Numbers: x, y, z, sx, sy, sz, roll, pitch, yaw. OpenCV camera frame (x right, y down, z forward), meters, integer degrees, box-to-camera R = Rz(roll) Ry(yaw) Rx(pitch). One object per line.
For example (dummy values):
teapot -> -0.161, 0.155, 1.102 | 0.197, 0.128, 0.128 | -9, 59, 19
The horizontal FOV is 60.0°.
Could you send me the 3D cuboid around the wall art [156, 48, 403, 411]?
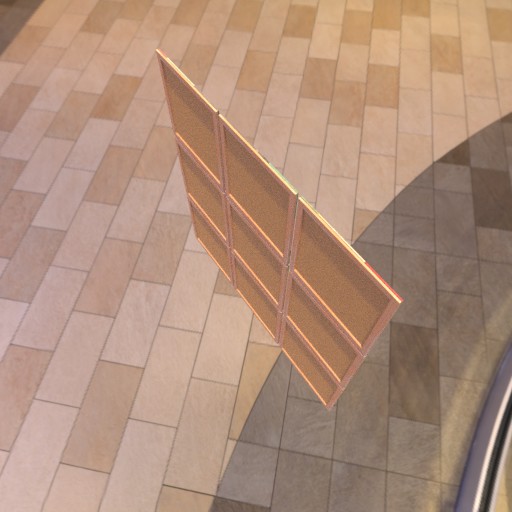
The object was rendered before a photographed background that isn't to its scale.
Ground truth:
wall art -> 0.000, 0.000, 1.850 | 0.013, 1.220, 1.216 | -31, 64, -17
